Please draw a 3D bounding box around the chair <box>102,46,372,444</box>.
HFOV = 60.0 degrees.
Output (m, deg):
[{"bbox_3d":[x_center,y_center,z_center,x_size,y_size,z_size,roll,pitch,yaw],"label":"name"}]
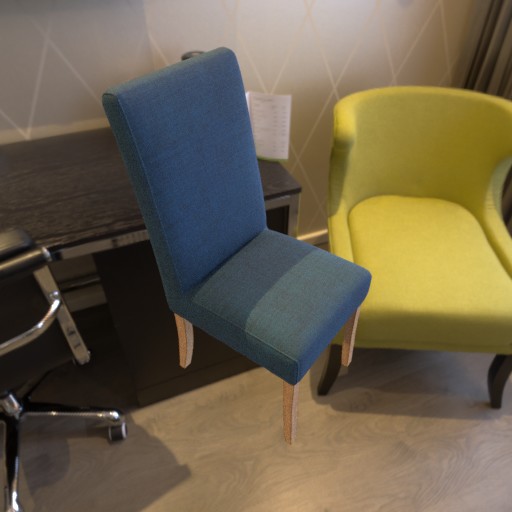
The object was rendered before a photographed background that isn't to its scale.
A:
[{"bbox_3d":[0.000,0.000,1.366,0.610,1.029,0.450,27,48,27],"label":"chair"}]
